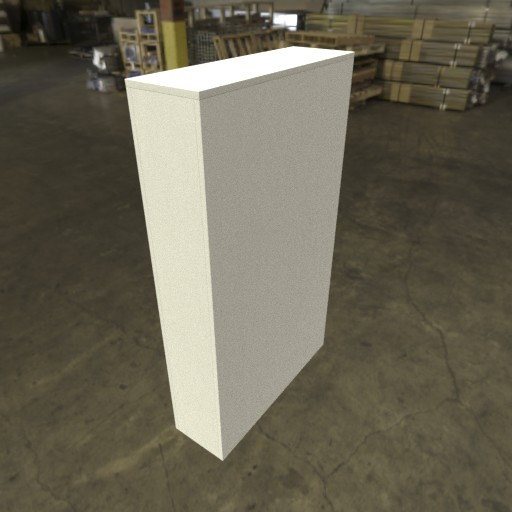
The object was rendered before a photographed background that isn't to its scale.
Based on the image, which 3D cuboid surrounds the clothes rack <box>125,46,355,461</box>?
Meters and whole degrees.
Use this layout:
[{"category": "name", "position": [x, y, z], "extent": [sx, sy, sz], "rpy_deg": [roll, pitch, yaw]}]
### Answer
[{"category": "clothes rack", "position": [0.000, 0.000, 1.587], "extent": [0.250, 1.280, 0.750], "rpy_deg": [21, 38, 30]}]
